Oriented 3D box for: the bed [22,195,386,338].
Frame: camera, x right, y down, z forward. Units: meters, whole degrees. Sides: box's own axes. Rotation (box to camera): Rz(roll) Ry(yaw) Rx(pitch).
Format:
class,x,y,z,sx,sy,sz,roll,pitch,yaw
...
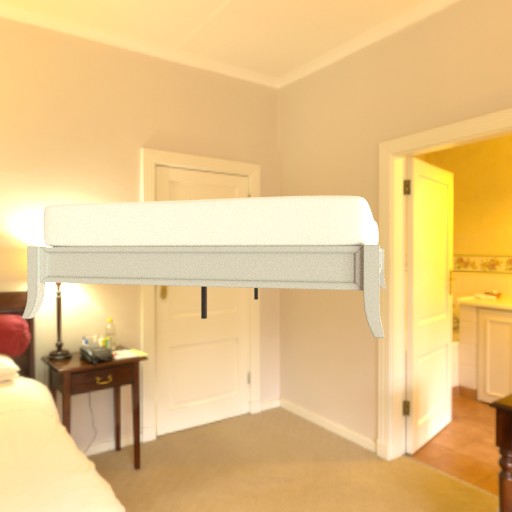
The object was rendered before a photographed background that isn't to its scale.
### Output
class,x,y,z,sx,sy,sz,roll,pitch,yaw
bed,0.000,0.000,2.597,1.460,0.510,1.985,0,1,17
